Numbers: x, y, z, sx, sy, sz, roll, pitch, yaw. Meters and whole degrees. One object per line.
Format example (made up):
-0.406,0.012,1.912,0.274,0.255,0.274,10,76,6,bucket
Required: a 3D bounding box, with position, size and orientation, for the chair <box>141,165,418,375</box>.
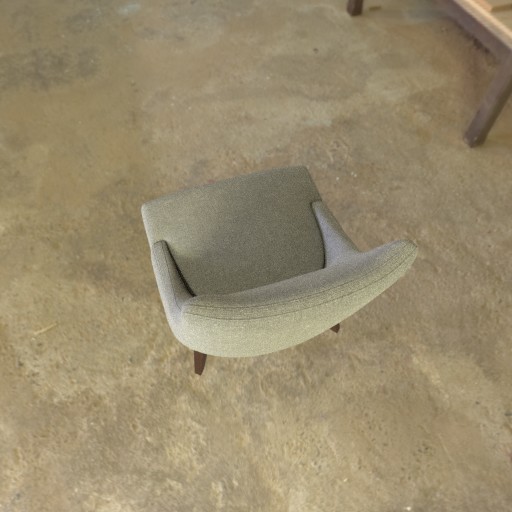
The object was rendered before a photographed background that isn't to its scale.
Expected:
0.000,0.000,1.510,0.701,0.909,0.861,-15,59,-9,chair
